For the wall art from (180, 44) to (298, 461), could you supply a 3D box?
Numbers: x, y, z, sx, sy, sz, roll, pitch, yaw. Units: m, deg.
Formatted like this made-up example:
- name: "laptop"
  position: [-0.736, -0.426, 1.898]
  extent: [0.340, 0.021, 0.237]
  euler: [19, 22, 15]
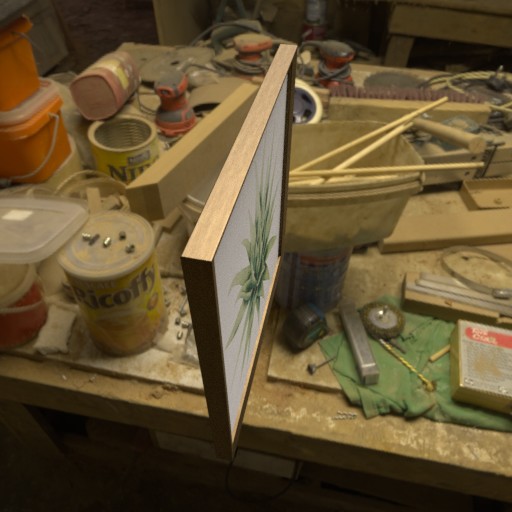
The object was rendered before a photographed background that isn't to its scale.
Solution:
- name: "wall art"
  position: [0.000, 0.000, 0.752]
  extent: [0.030, 0.506, 0.503]
  euler: [9, 47, 9]
